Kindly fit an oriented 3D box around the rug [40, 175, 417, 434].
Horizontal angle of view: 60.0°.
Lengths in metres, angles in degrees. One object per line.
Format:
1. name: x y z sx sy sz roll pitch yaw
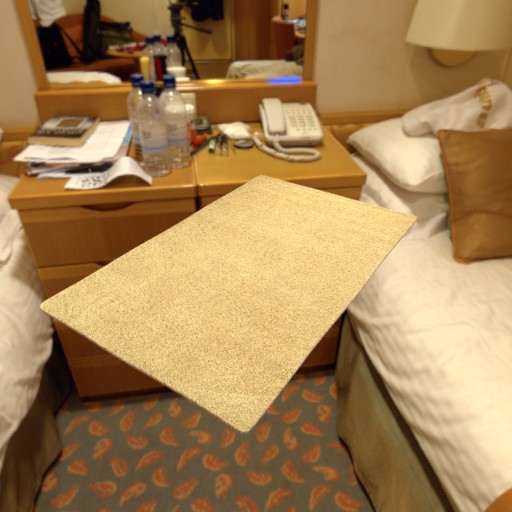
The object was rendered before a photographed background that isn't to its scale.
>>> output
1. rug: 0.000 0.000 3.043 1.500 0.025 2.349 21 38 28
